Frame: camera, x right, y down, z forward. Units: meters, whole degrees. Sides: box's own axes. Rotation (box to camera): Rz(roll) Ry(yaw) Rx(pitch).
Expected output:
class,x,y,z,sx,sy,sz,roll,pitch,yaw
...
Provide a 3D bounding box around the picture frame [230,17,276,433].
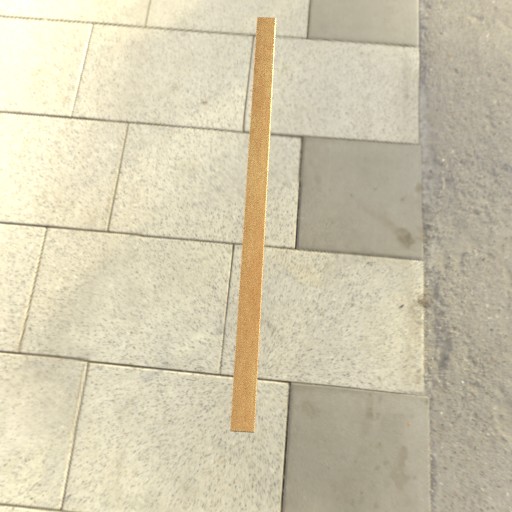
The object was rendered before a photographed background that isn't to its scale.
class,x,y,z,sx,sy,sz,roll,pitch,yaw
picture frame,0.000,0.000,1.131,0.037,0.761,0.758,3,75,1
